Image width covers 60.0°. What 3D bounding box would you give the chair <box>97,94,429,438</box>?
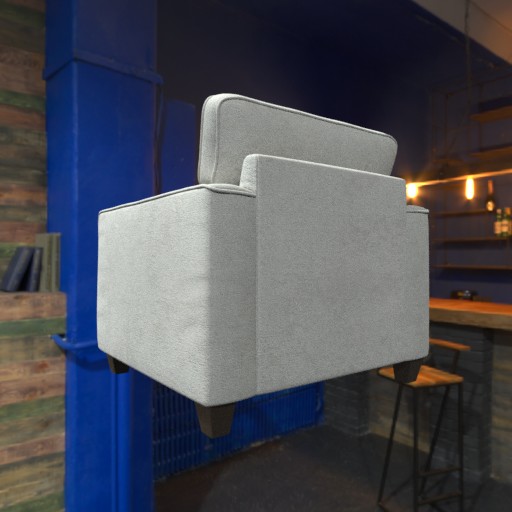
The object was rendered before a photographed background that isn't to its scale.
[{"bbox_3d":[0.000,0.000,1.777,1.015,0.965,0.939,0,0,-36],"label":"chair"}]
